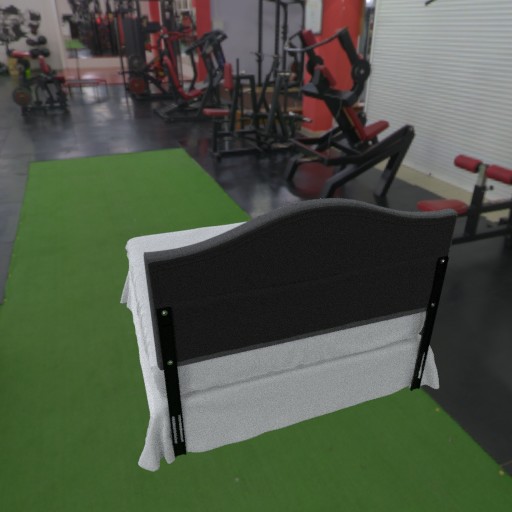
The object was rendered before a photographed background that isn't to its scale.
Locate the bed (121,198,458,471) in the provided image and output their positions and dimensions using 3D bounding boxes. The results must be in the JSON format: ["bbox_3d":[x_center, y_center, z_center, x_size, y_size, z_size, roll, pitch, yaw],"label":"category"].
[{"bbox_3d":[0.000,0.000,3.684,2.314,1.651,2.219,-9,29,-17],"label":"bed"}]
